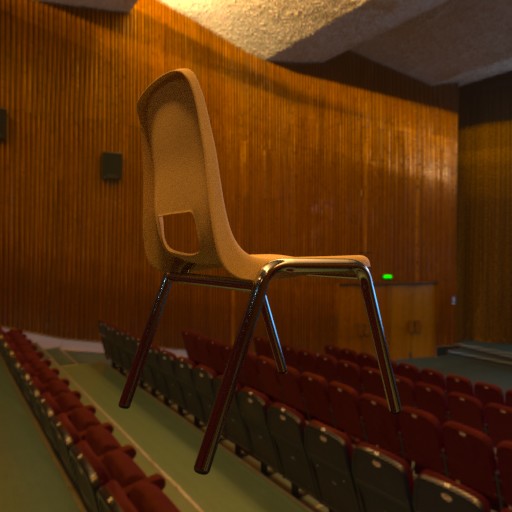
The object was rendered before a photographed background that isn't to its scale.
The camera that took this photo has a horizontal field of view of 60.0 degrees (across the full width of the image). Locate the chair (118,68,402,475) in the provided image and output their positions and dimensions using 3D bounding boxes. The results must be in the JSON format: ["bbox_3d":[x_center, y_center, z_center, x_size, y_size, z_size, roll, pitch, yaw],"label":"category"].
[{"bbox_3d":[0.000,0.000,0.840,0.423,0.586,0.354,0,1,-36],"label":"chair"}]
